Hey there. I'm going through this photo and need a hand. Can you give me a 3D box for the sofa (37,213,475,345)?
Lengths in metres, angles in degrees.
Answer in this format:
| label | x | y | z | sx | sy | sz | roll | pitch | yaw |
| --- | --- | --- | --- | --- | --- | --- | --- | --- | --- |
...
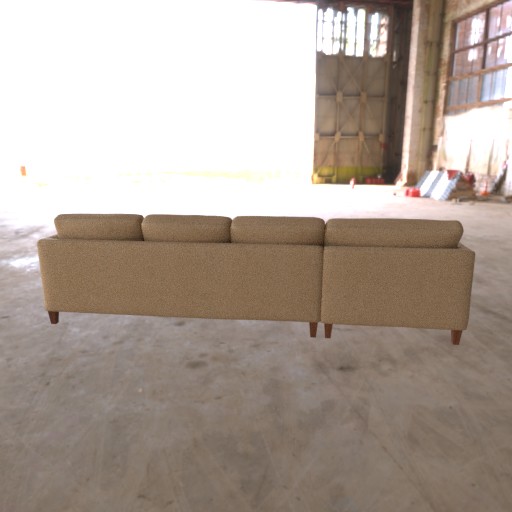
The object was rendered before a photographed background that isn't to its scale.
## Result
| label | x | y | z | sx | sy | sz | roll | pitch | yaw |
| --- | --- | --- | --- | --- | --- | --- | --- | --- | --- |
| sofa | 0.000 | 0.000 | 3.912 | 3.201 | 0.876 | 1.502 | 2 | 13 | 7 |
